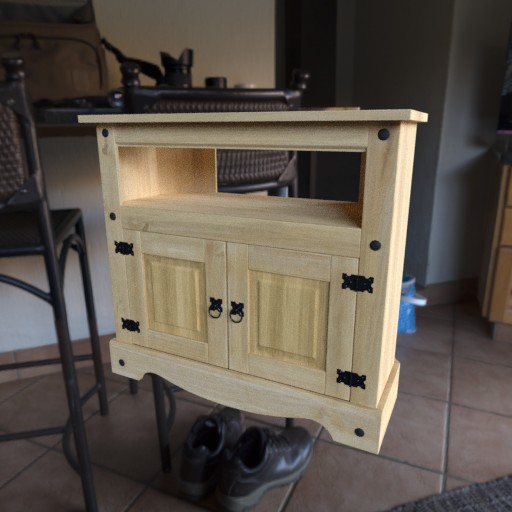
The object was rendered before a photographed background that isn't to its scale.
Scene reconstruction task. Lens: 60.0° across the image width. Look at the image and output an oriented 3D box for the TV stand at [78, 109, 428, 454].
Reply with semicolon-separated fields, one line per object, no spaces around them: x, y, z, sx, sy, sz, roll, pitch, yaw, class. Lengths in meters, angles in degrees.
0.000;0.000;1.291;0.851;0.781;0.425;8;18;25;TV stand
